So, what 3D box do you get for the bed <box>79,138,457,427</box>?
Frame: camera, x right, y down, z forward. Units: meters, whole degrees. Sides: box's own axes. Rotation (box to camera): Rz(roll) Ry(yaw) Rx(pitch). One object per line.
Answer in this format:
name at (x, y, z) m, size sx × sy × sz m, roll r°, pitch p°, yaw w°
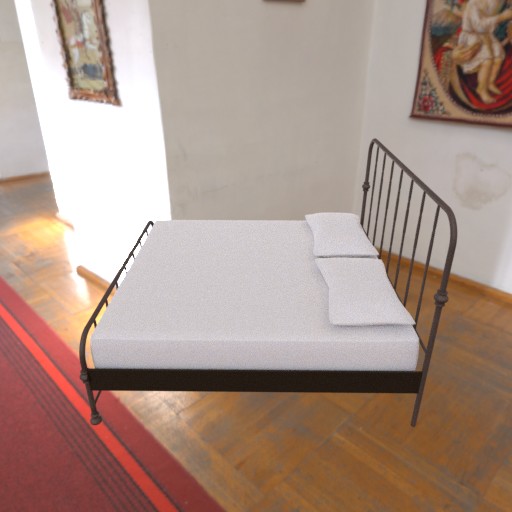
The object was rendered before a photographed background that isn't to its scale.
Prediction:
bed at (0.000, 0.000, 3.433) m, size 2.134 × 1.446 × 2.044 m, roll 0°, pitch 27°, yaw 1°
